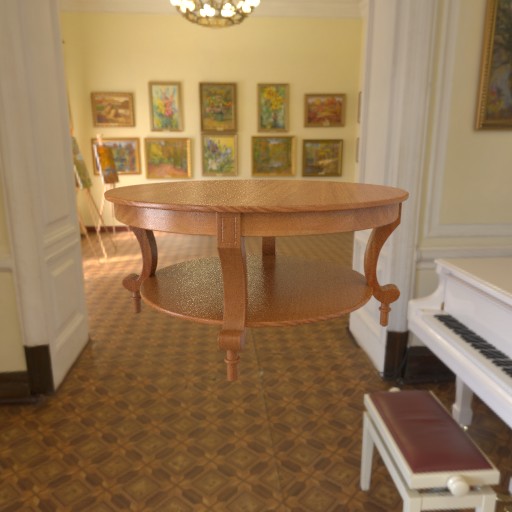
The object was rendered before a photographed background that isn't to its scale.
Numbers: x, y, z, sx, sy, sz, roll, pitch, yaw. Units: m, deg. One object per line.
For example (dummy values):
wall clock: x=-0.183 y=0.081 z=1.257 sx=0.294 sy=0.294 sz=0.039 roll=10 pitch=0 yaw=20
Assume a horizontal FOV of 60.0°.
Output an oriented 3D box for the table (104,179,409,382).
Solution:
table: x=0.000 y=0.000 z=1.626 sx=1.029 sy=0.490 sz=1.029 roll=0 pitch=13 yaw=0
